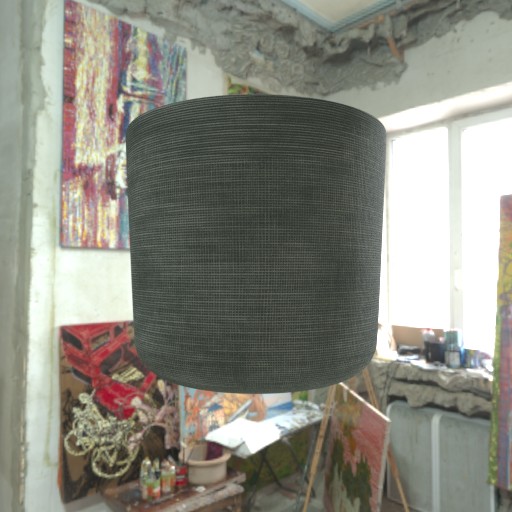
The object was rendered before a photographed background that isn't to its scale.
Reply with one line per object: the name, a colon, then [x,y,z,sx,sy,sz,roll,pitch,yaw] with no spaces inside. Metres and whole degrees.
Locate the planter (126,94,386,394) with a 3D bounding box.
planter: [0.000,0.000,0.774,0.440,0.398,0.440,0,-2,0]
